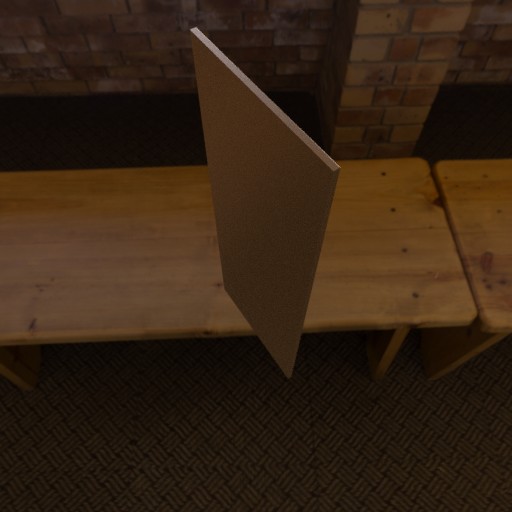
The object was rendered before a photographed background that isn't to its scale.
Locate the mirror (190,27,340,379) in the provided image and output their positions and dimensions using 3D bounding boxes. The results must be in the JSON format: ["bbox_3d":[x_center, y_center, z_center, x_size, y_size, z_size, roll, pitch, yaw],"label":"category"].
[{"bbox_3d":[0.000,0.000,2.283,0.025,2.031,0.812,-30,63,-17],"label":"mirror"}]
